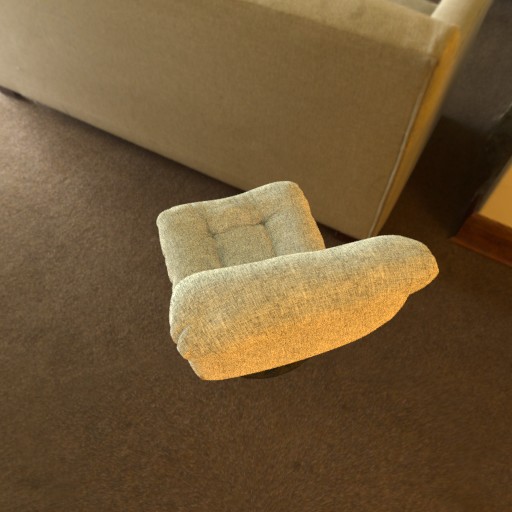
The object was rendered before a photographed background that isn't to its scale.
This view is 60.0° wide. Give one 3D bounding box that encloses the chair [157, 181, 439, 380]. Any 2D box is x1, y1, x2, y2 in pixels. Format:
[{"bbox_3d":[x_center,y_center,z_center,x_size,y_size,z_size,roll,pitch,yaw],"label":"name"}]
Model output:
[{"bbox_3d":[0.000,0.000,0.969,0.400,0.600,0.583,-15,59,-9],"label":"chair"}]
